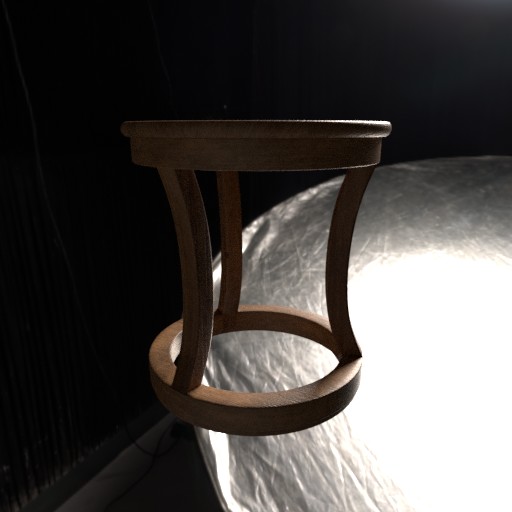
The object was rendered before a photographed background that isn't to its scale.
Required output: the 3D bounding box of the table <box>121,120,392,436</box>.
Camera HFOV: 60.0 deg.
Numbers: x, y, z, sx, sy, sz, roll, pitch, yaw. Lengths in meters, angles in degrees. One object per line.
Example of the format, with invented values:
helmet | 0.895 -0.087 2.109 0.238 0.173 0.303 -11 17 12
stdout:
table | 0.000 0.000 0.797 0.432 0.460 0.432 0 16 0
